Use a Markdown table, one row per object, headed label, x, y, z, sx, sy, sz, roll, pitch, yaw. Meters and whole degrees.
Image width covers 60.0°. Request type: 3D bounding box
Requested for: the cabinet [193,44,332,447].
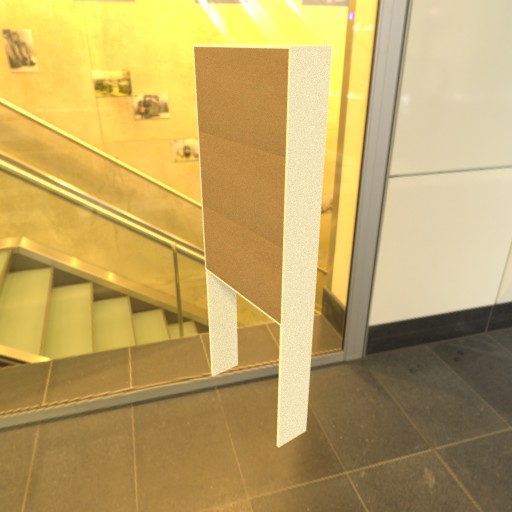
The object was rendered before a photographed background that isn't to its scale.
| label | x | y | z | sx | sy | sz | roll | pitch | yaw |
| --- | --- | --- | --- | --- | --- | --- | --- | --- | --- |
| cabinet | 0.000 | 0.000 | 2.057 | 0.192 | 1.770 | 0.643 | -17 | 31 | -32 |
